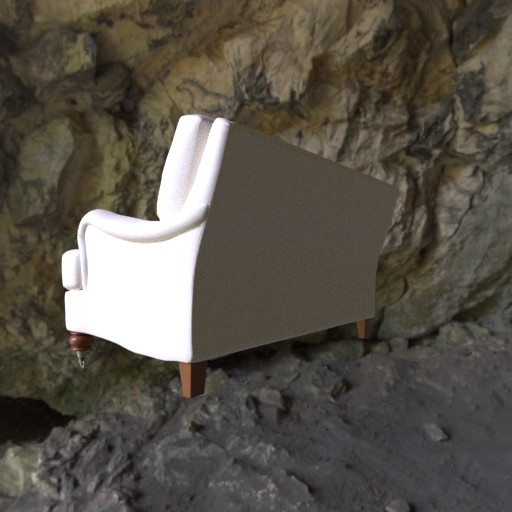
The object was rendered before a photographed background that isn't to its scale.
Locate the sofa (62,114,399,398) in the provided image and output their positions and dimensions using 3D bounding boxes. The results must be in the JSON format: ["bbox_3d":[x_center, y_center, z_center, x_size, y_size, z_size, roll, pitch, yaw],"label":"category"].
[{"bbox_3d":[0.000,0.000,2.559,1.084,1.101,1.853,-1,-1,37],"label":"sofa"}]
